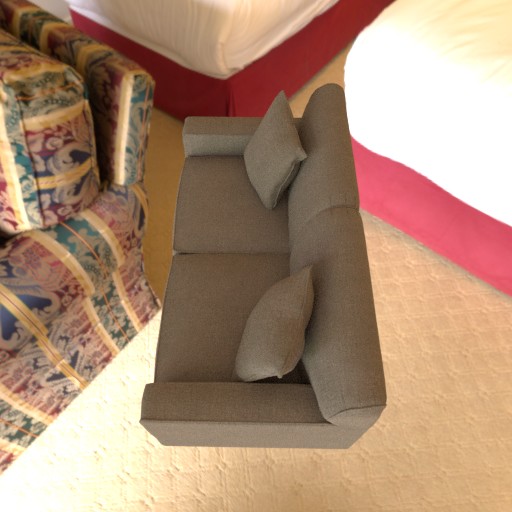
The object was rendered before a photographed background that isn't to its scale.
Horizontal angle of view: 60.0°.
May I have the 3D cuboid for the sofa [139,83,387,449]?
[{"bbox_3d":[0.000,0.000,2.415,1.000,0.958,1.846,1,58,0],"label":"sofa"}]
